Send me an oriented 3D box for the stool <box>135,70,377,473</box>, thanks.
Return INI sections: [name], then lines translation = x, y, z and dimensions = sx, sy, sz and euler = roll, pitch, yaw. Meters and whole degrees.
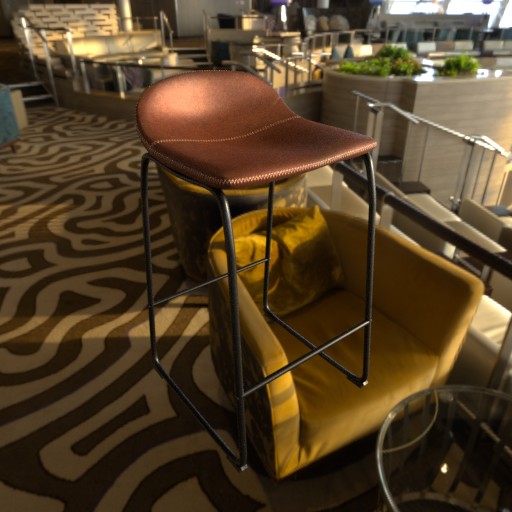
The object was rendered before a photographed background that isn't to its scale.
[stool]
translation = 0.000, 0.000, 1.124
dimensions = 0.454, 0.830, 0.473
euler = -21, 36, -32
